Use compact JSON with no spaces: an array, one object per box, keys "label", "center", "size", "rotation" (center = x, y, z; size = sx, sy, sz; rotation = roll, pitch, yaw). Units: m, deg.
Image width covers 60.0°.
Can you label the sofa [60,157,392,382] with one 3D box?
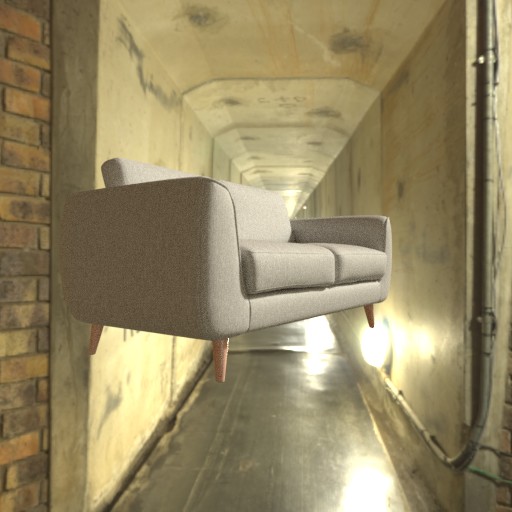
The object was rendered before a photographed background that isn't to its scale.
[{"label":"sofa","center":[0.000,0.000,2.251],"size":[0.920,0.850,1.700],"rotation":[0,0,36]}]
